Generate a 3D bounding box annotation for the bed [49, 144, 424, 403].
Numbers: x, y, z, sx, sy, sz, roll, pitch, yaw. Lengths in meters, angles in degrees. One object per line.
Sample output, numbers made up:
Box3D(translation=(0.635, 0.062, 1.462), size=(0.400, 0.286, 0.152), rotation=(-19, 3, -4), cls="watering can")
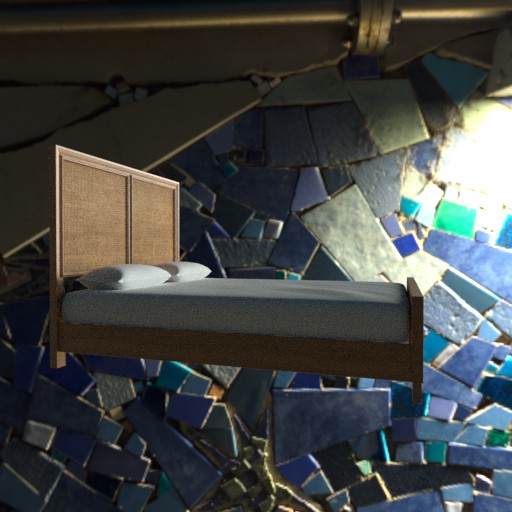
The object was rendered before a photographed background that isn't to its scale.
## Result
Box3D(translation=(0.000, 0.000, 3.190), size=(2.184, 1.387, 1.606), rotation=(0, 1, 18), cls="bed")
